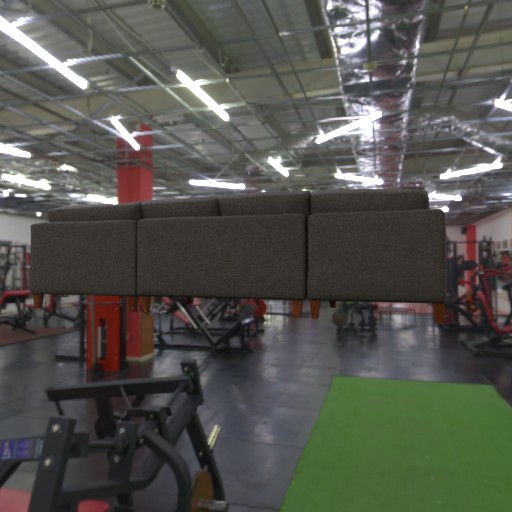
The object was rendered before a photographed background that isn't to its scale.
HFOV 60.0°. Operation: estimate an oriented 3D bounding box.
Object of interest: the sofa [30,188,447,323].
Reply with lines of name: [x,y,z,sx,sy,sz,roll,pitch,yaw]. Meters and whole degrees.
sofa: [0.000,0.000,4.615,3.460,0.961,2.594,0,-1,18]
